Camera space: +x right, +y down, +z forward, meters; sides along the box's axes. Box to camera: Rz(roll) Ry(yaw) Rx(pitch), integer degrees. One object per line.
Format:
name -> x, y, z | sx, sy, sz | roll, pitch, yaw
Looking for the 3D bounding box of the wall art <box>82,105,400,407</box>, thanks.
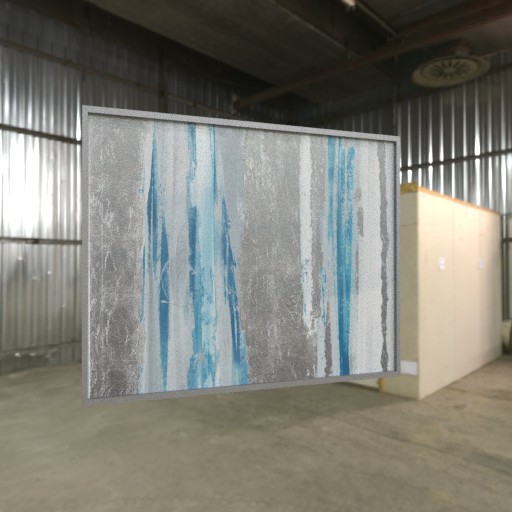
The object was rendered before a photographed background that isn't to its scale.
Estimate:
wall art -> 0.000, 0.000, 0.765 | 0.557, 0.450, 0.037 | 0, 0, -18
